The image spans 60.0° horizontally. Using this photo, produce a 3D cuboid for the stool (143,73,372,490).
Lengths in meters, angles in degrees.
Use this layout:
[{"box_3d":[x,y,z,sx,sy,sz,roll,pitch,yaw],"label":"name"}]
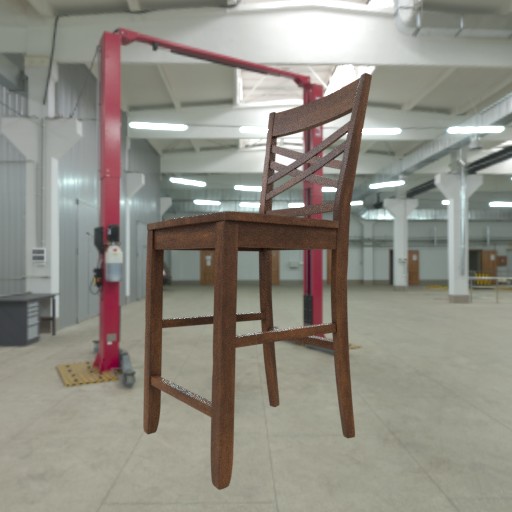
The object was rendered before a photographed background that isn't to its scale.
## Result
[{"box_3d":[0.000,0.000,1.338,0.539,1.079,0.462,0,-1,-37],"label":"stool"}]
